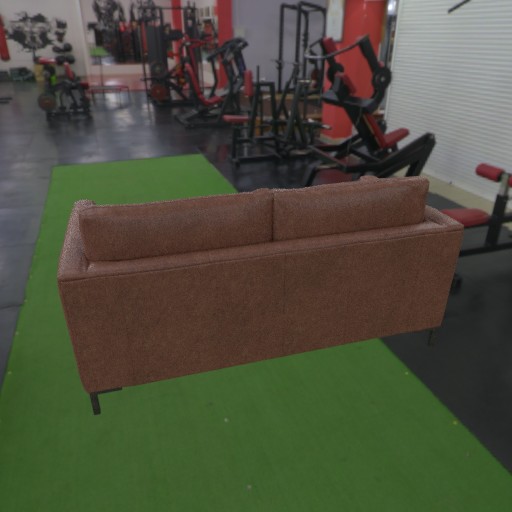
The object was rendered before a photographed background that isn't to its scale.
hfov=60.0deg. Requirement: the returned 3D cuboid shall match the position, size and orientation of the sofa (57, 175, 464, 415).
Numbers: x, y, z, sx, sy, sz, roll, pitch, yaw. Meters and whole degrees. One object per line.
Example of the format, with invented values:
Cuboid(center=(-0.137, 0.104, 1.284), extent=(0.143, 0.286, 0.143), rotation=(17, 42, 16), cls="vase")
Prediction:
Cuboid(center=(0.000, 0.000, 2.293), extent=(1.797, 0.883, 0.899), rotation=(-8, 27, -15), cls="sofa")
